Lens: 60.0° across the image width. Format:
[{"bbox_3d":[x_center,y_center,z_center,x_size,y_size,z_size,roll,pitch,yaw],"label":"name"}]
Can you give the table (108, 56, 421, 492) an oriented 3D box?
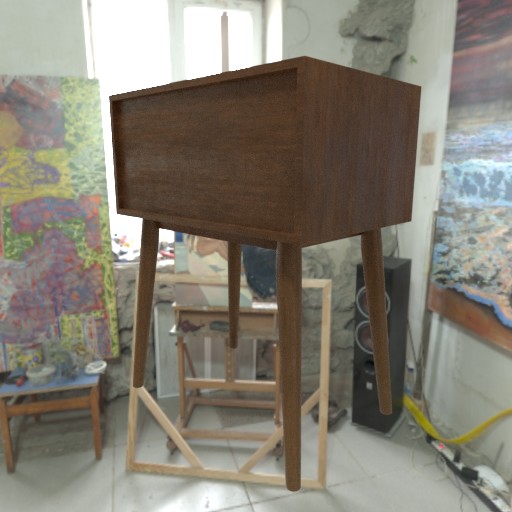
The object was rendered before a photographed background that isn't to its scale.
[{"bbox_3d":[0.000,0.000,0.824,0.454,0.580,0.307,12,17,43],"label":"table"}]
